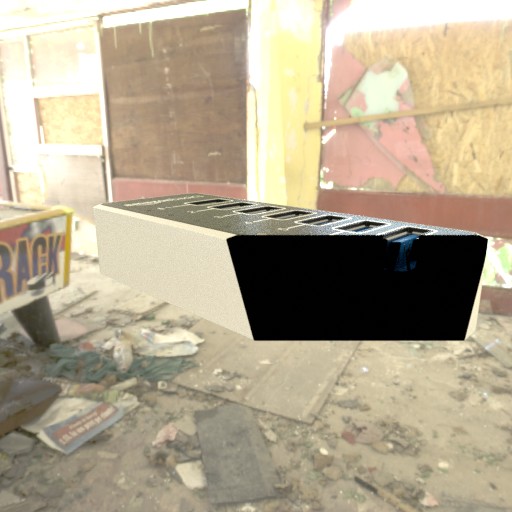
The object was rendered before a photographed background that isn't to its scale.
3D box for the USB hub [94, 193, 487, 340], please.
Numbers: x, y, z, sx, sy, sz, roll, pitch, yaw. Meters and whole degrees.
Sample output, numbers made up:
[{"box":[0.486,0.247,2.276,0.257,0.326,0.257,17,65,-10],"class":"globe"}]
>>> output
[{"box":[0.000,0.000,0.126,0.110,0.023,0.044,14,21,42],"class":"USB hub"}]
